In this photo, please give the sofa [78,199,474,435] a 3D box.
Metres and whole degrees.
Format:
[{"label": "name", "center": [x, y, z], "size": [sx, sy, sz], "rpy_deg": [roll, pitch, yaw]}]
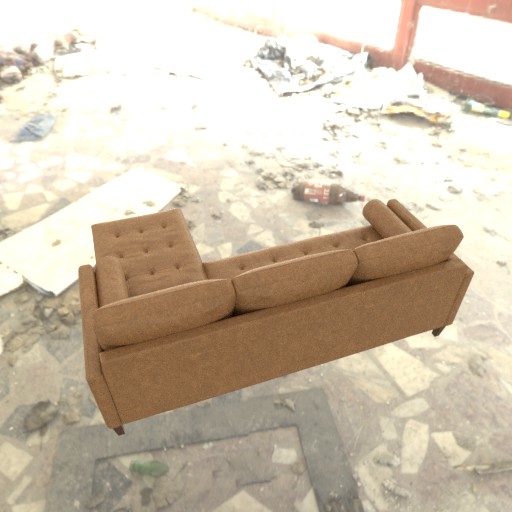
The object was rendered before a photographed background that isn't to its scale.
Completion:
[{"label": "sofa", "center": [0.000, 0.000, 2.927], "size": [2.178, 0.876, 1.506], "rpy_deg": [-13, 42, -15]}]
